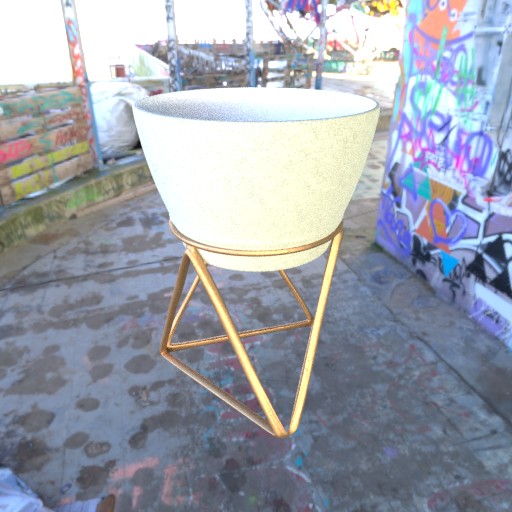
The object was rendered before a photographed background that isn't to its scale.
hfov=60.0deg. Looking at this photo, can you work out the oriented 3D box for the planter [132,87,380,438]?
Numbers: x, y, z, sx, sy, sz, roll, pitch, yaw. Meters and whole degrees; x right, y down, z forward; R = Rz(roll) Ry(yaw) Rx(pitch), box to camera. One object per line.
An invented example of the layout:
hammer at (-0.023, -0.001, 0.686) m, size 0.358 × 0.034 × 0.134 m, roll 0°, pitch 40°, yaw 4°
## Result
planter at (0.000, 0.000, 0.755) m, size 0.350 × 0.504 × 0.350 m, roll -8°, pitch 28°, yaw -15°
